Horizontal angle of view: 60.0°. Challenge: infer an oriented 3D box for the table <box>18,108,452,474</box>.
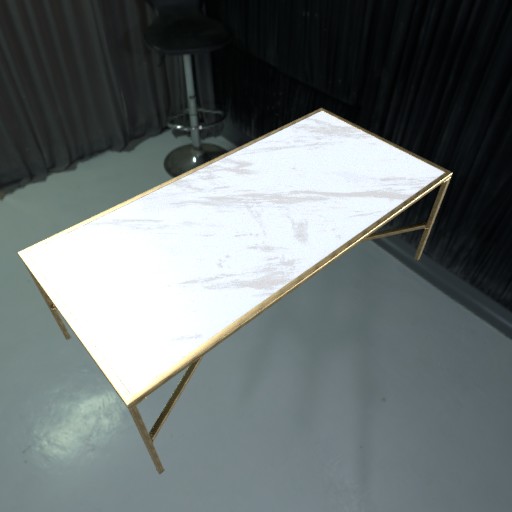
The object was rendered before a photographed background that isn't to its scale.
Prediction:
[{"bbox_3d":[0.000,0.000,1.457,1.197,0.405,0.577,-33,54,-27],"label":"table"}]
